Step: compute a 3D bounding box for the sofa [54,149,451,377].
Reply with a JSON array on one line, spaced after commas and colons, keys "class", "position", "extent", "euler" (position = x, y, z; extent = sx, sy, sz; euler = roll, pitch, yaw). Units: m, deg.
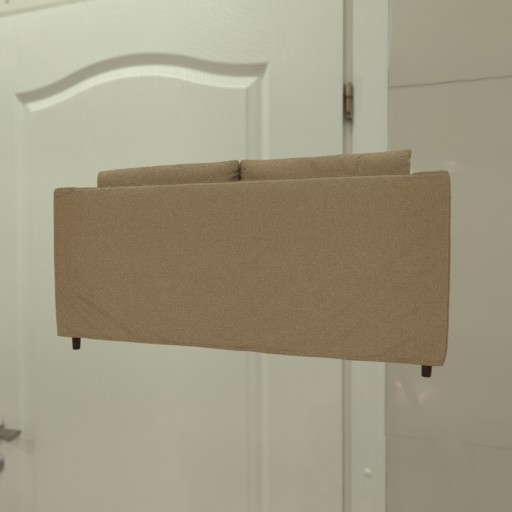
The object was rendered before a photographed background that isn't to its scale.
[{"class": "sofa", "position": [0.000, 0.000, 2.612], "extent": [2.010, 1.018, 1.072], "euler": [0, 1, 17]}]
